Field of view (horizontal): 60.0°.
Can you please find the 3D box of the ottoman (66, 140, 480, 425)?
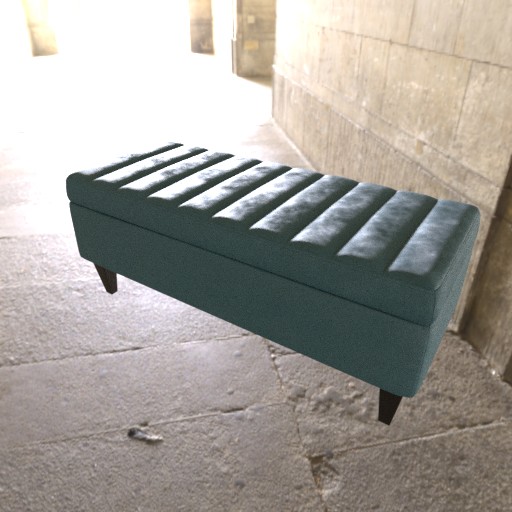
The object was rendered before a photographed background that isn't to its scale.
[{"bbox_3d":[0.000,0.000,1.385,1.151,0.469,0.482,19,36,28],"label":"ottoman"}]
